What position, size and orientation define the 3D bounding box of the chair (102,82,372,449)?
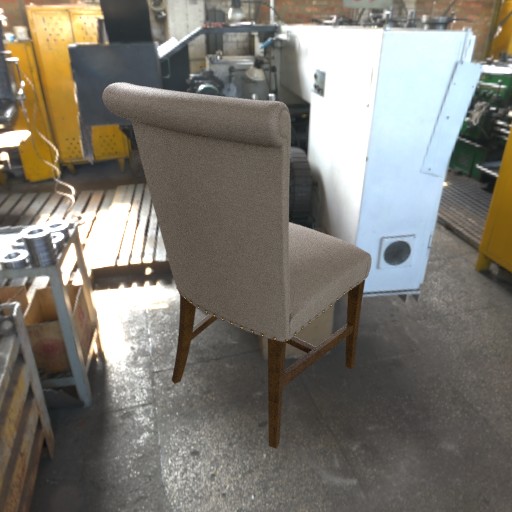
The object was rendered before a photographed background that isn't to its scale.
[{"bbox_3d":[0.000,0.000,1.332,0.513,0.988,0.608,20,34,33],"label":"chair"}]
